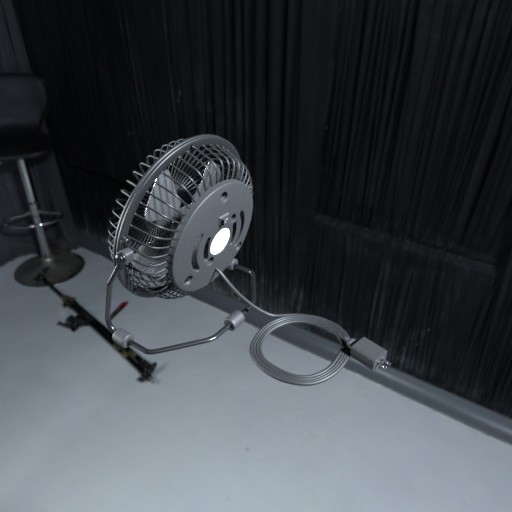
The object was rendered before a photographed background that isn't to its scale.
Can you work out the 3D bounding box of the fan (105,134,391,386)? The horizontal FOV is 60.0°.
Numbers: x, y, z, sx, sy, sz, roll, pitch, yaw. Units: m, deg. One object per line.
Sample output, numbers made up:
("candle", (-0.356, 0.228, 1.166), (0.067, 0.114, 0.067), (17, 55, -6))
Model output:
("fan", (0.000, 0.000, 0.316), (0.202, 0.152, 0.153), (20, 37, 30))
